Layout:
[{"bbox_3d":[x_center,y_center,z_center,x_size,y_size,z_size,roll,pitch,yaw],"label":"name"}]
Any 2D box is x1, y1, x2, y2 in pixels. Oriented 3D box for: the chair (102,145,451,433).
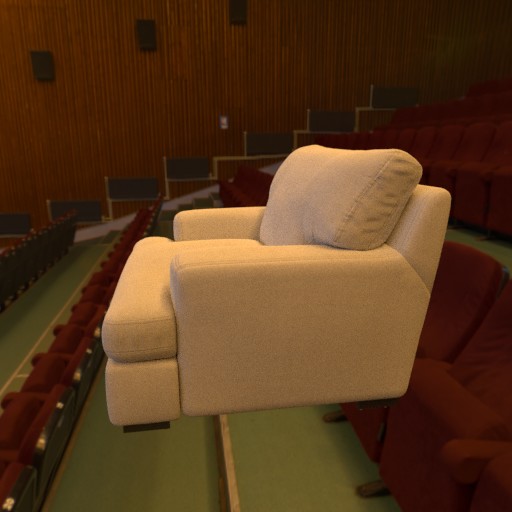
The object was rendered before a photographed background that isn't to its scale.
[{"bbox_3d":[0.000,0.000,1.943,1.158,0.930,1.140,-2,15,-9],"label":"chair"}]
